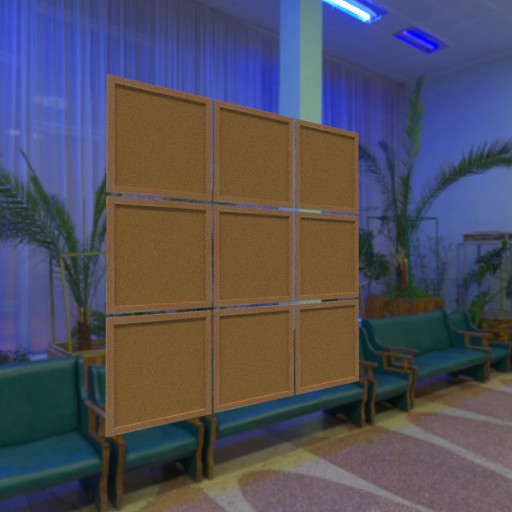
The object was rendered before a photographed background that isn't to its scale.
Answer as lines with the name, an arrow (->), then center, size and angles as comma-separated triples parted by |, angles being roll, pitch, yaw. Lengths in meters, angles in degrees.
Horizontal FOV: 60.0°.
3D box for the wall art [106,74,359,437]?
wall art -> 0.000, 0.000, 2.290 | 1.521, 1.519, 0.013 | 0, -1, -35
